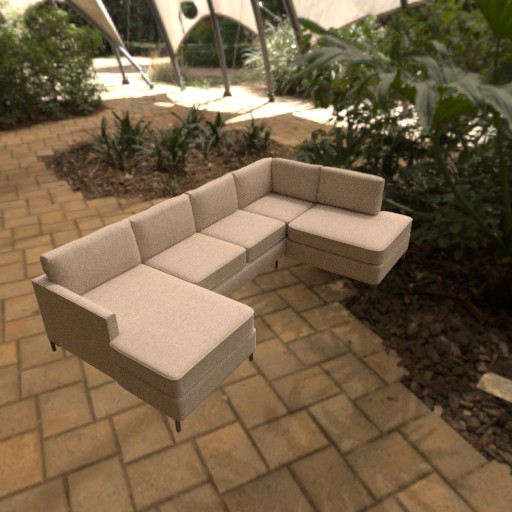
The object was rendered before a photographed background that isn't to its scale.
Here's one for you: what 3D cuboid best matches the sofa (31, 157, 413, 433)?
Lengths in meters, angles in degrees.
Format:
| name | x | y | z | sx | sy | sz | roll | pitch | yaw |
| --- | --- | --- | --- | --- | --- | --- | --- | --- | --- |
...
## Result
| name | x | y | z | sx | sy | sz | roll | pitch | yaw |
| --- | --- | --- | --- | --- | --- | --- | --- | --- | --- |
| sofa | 0.000 | 0.000 | 4.321 | 2.021 | 0.996 | 3.423 | 18 | 34 | 30 |
